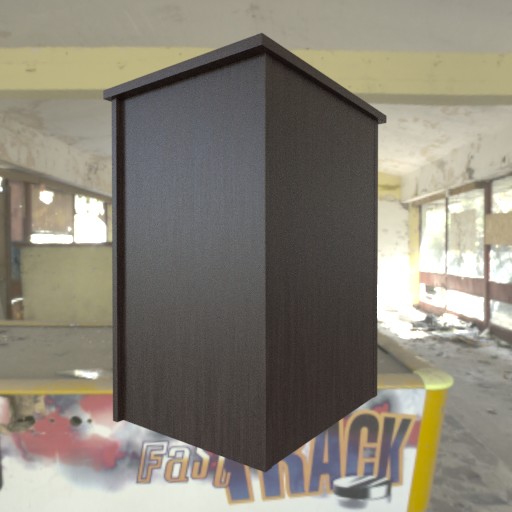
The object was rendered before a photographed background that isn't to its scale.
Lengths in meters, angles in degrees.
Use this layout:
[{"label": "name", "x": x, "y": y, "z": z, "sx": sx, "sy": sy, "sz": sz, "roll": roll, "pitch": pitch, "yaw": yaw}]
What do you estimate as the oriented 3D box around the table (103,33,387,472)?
[{"label": "table", "x": 0.000, "y": 0.000, "z": 0.932, "sx": 0.381, "sy": 0.635, "sz": 0.480, "roll": 1, "pitch": 1, "yaw": 37}]
